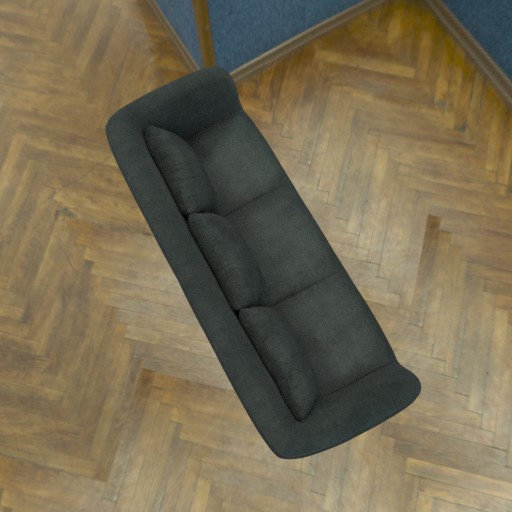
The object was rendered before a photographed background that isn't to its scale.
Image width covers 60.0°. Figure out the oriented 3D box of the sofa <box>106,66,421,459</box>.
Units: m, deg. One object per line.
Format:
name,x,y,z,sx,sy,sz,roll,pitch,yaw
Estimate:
sofa,0.000,0.000,2.779,0.956,0.875,2.296,-28,78,-7
